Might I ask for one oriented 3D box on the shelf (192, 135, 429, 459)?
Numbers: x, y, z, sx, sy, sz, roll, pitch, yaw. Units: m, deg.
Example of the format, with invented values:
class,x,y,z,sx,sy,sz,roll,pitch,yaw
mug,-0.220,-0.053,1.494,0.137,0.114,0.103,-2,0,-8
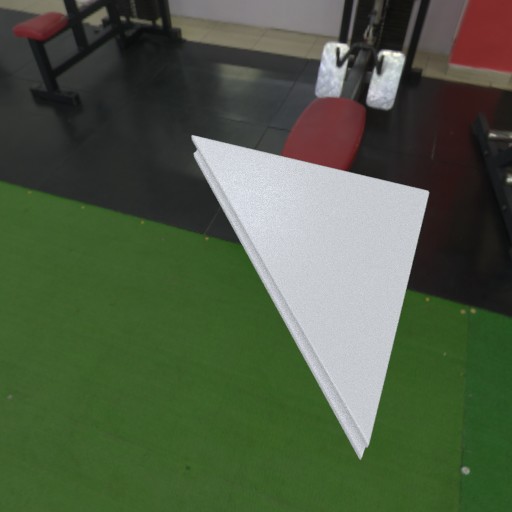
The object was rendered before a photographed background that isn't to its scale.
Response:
class,x,y,z,sx,sy,sz,roll,pitch,yaw
shelf,0.000,0.000,0.450,0.296,0.035,0.296,17,51,14
